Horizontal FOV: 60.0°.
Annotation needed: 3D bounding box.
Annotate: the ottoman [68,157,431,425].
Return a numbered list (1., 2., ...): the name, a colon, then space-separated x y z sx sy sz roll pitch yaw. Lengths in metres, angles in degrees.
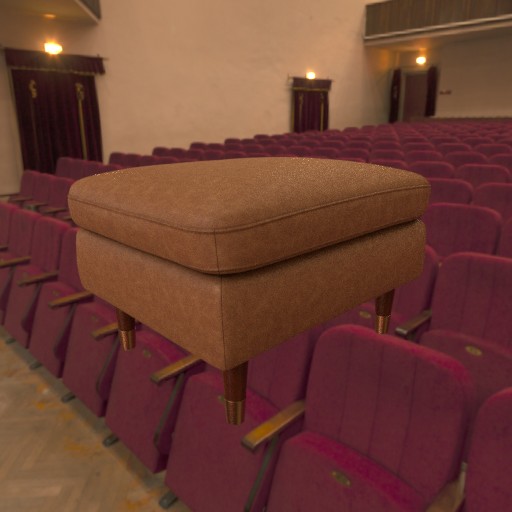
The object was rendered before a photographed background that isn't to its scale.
1. ottoman: 0.000 0.000 1.126 0.747 0.478 0.593 -16 23 -42
